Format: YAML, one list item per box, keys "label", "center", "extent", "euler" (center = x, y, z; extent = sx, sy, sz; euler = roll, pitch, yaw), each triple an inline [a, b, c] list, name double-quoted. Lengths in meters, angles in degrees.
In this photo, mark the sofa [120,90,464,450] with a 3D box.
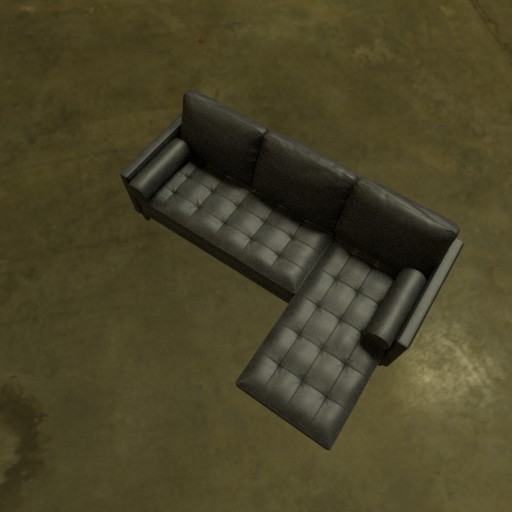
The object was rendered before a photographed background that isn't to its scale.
- label: "sofa"
  center: [0.000, 0.000, 2.931]
  extent: [2.178, 0.876, 1.497]
  euler: [31, 67, 15]
